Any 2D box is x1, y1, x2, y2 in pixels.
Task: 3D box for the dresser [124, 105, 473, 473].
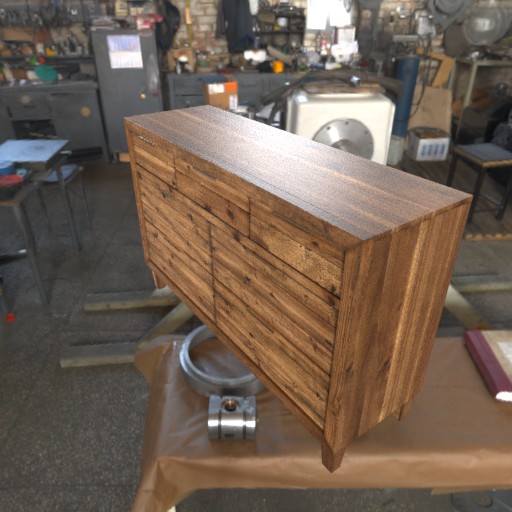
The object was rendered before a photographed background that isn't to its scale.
[{"bbox_3d":[0.000,0.000,1.791,0.438,0.892,1.387,-20,36,-30],"label":"dresser"}]
